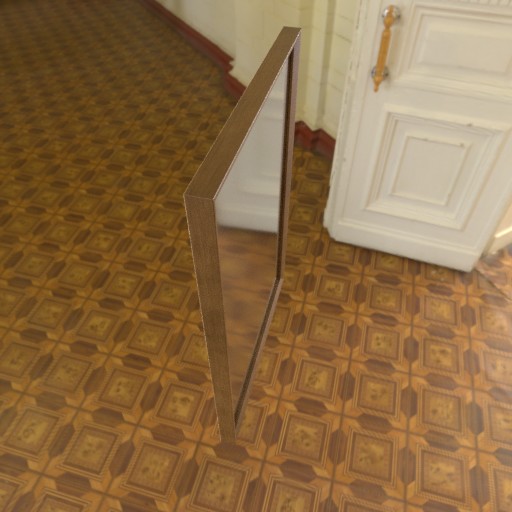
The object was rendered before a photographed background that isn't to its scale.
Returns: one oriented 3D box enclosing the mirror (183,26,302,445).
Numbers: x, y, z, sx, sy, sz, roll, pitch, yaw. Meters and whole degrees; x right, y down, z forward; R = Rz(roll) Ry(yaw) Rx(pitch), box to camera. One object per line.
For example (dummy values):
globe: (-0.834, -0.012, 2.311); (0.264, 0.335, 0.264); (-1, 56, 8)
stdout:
mirror: (0.000, 0.000, 0.907); (0.039, 0.711, 0.508); (11, 48, 10)
